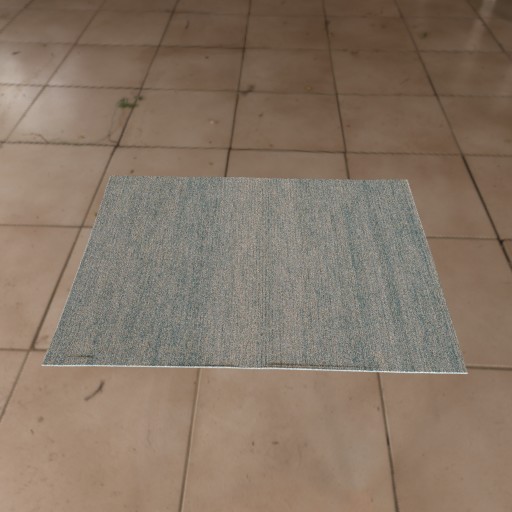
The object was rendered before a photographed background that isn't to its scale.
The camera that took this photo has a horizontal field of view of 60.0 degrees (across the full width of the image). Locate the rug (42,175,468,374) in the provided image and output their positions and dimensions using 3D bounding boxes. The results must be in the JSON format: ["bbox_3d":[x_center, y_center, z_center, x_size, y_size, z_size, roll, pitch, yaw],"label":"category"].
[{"bbox_3d":[0.000,0.000,2.901,2.306,0.030,1.613,1,49,1],"label":"rug"}]
